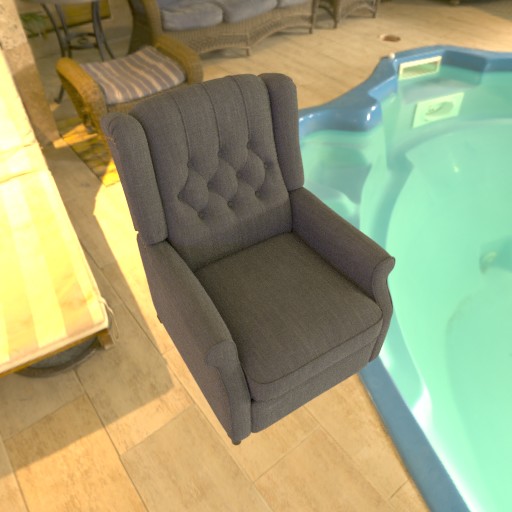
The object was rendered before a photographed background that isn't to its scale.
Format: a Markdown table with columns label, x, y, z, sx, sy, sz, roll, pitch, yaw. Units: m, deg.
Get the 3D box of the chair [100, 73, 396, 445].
| label | x | y | z | sx | sy | sz | roll | pitch | yaw |
| --- | --- | --- | --- | --- | --- | --- | --- | --- | --- |
| chair | 0.000 | 0.000 | 1.622 | 0.742 | 1.035 | 0.898 | -24 | 49 | -22 |
